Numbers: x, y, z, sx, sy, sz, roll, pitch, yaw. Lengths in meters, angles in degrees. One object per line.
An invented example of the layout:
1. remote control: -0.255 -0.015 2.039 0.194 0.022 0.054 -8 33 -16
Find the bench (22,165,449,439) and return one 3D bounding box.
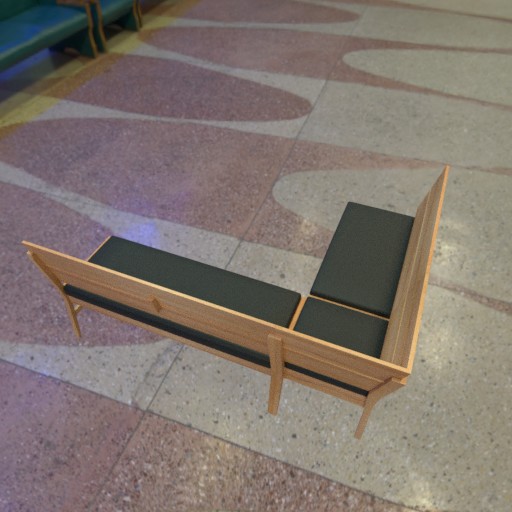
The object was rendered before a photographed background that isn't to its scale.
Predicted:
1. bench: 0.000 0.000 2.808 1.948 0.890 1.548 16 48 16
